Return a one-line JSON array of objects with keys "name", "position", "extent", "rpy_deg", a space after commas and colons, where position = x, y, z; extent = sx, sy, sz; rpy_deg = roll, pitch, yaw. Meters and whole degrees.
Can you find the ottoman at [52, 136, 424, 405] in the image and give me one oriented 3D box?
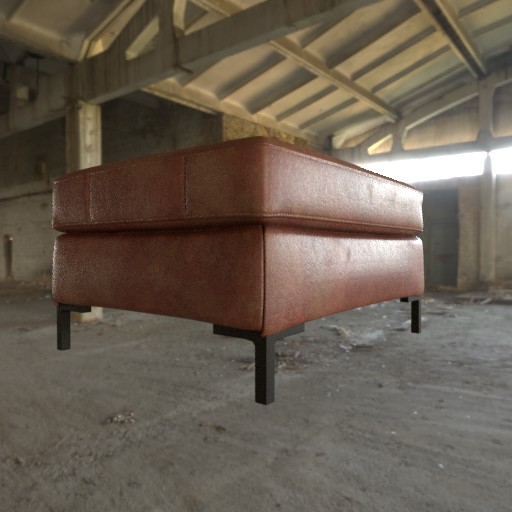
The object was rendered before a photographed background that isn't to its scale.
[{"name": "ottoman", "position": [0.000, 0.000, 1.750], "extent": [0.965, 0.667, 1.186], "rpy_deg": [1, 1, 38]}]
